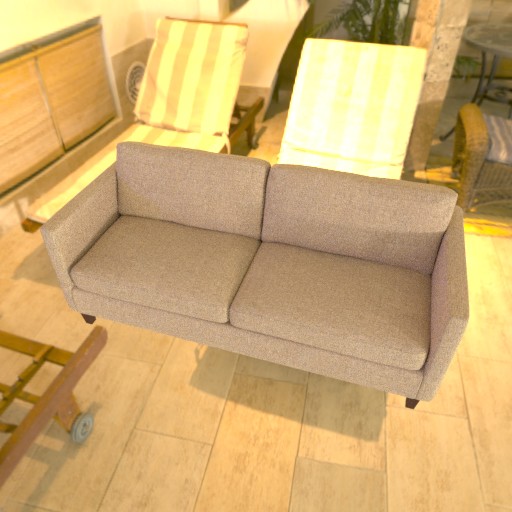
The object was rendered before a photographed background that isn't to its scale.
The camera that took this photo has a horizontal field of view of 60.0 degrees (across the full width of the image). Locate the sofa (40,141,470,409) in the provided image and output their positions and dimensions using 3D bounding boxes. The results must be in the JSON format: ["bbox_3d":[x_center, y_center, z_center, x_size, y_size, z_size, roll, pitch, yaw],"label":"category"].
[{"bbox_3d":[0.000,0.000,2.627,2.208,0.965,0.951,12,42,13],"label":"sofa"}]
